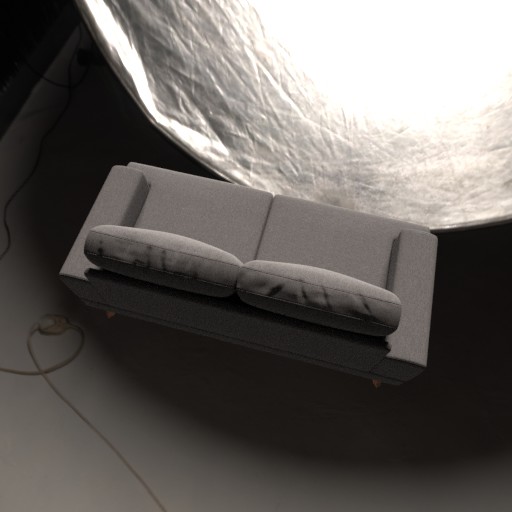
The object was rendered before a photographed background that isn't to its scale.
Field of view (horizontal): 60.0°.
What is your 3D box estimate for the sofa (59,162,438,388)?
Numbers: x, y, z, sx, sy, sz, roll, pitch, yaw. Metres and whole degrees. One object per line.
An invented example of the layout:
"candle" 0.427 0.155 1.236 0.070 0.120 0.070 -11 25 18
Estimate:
"sofa" 0.000 0.000 2.161 1.650 0.810 0.785 13 65 6
